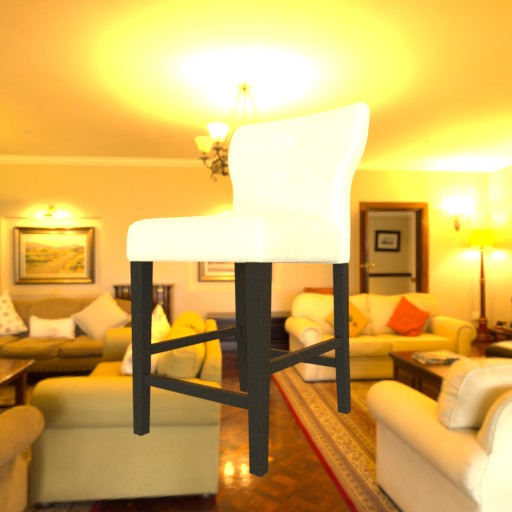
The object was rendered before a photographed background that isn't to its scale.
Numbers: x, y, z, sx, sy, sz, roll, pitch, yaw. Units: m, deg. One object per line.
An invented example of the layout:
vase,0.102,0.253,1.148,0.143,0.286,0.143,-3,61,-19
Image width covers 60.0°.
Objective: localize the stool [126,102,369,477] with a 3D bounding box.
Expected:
stool,0.000,0.000,1.313,0.514,0.972,0.603,0,0,35
